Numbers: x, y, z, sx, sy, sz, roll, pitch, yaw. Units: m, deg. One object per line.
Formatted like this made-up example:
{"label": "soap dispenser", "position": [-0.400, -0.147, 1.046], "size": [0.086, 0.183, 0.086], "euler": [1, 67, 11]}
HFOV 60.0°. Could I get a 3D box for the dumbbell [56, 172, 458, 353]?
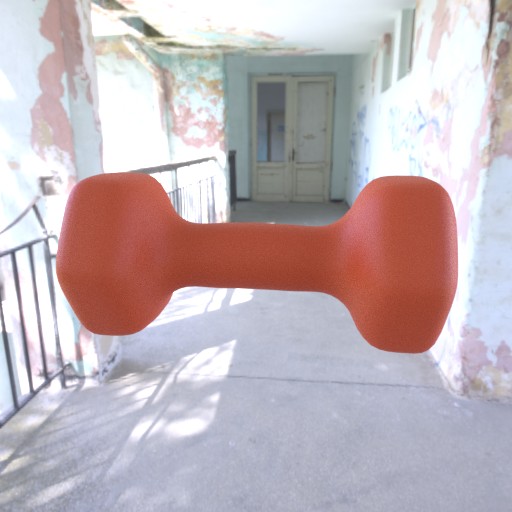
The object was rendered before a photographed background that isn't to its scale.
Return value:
{"label": "dumbbell", "position": [0.000, 0.000, 0.198], "size": [0.162, 0.071, 0.079], "euler": [2, 16, 8]}
